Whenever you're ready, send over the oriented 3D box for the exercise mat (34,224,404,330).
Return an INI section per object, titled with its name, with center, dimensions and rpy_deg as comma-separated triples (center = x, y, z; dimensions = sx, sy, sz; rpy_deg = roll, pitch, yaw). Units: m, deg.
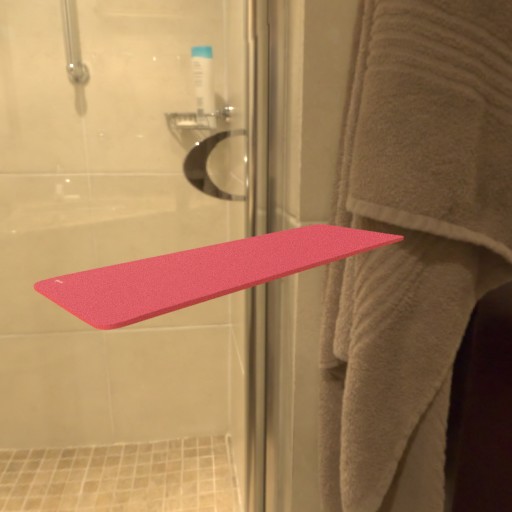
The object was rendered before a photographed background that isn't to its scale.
[exercise mat]
center = 0.000, 0.000, 2.147
dimensions = 0.616, 0.021, 1.884
rpy_deg = 14, 20, 43
